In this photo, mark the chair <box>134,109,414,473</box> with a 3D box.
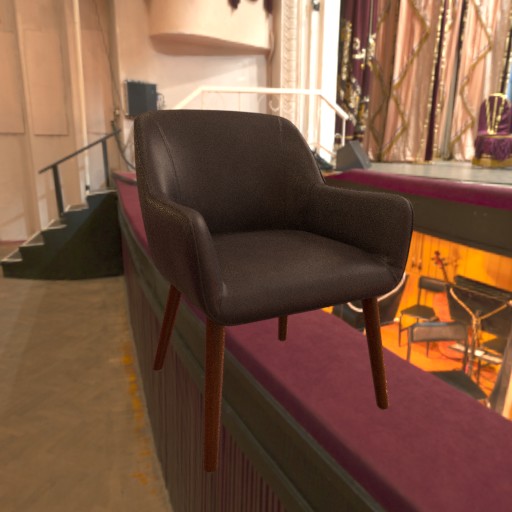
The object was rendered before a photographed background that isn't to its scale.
[{"bbox_3d":[0.000,0.000,1.269,0.610,0.828,0.610,-8,16,-27],"label":"chair"}]
